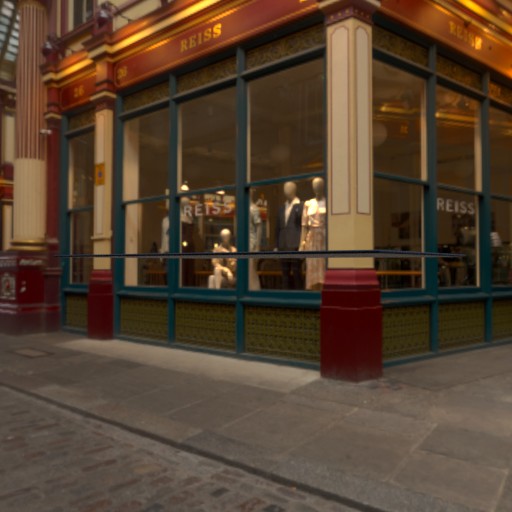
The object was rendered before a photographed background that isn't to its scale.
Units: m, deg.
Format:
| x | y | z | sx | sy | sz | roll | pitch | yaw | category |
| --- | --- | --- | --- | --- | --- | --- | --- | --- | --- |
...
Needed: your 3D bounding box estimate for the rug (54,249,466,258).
| x | y | z | sx | sy | sz | roll | pitch | yaw | category |
| --- | --- | --- | --- | --- | --- | --- | --- | --- | --- |
| 0.000 | 0.000 | 2.937 | 2.294 | 0.014 | 1.528 | -1 | -1 | 36 | rug |
